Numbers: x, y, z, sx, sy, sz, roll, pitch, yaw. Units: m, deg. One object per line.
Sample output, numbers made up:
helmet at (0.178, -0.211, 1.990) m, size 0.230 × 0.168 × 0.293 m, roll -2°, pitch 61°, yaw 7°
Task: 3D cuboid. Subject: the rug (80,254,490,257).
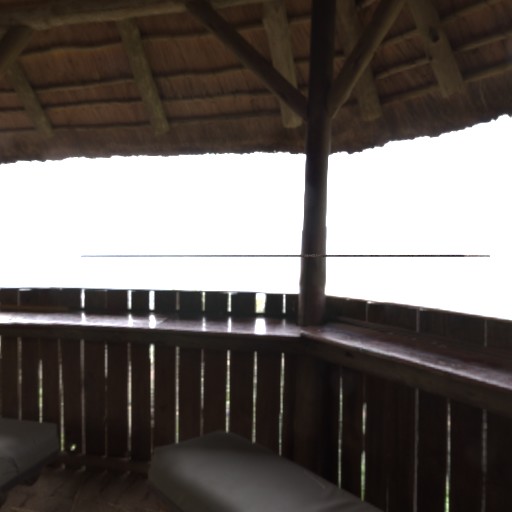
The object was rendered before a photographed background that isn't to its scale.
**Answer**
rug at (0.000, 0.000, 2.677) m, size 2.435 × 0.011 × 0.750 m, roll 0°, pitch 0°, yaw 35°
